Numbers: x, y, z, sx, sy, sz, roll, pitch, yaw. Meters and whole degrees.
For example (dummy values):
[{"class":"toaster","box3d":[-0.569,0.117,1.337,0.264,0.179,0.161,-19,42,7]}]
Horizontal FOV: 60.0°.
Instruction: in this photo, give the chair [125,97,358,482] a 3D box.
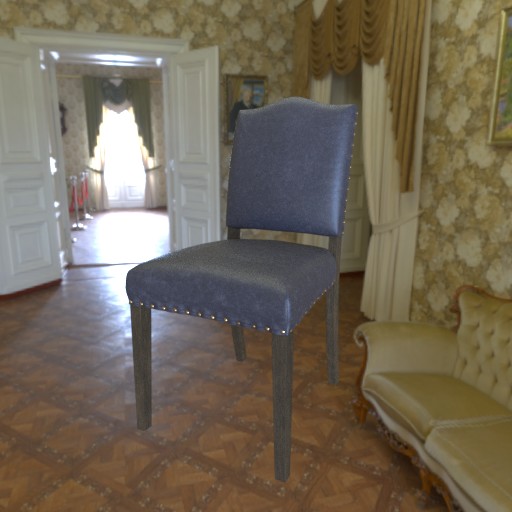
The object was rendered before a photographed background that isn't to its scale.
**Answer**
[{"class":"chair","box3d":[0.000,0.000,1.372,0.500,0.991,0.633,7,15,27]}]
